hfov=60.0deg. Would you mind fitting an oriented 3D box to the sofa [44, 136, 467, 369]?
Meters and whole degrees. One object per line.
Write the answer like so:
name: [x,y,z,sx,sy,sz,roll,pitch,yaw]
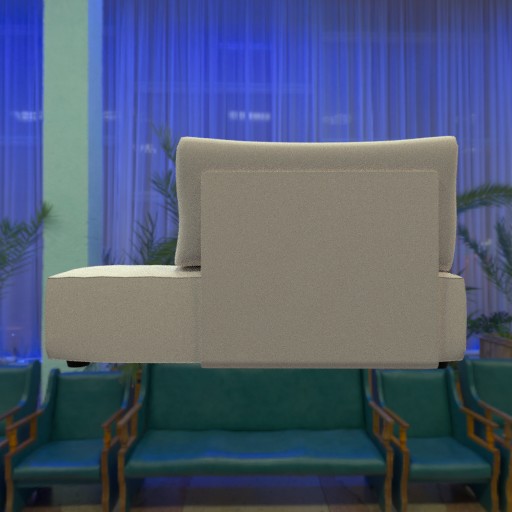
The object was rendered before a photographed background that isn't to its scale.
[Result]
sofa: [0.000,0.000,2.005,1.450,0.820,1.000,0,-1,1]
